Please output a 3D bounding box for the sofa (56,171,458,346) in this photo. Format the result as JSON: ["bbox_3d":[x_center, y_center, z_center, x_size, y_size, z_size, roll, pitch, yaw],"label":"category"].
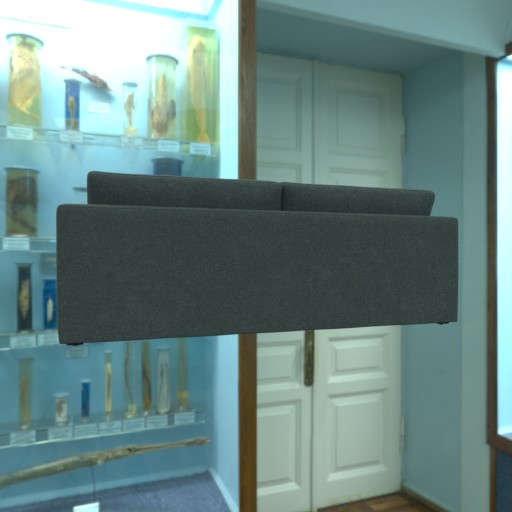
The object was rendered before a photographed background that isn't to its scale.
[{"bbox_3d":[0.000,0.000,2.838,2.257,0.838,1.092,0,0,-18],"label":"sofa"}]
